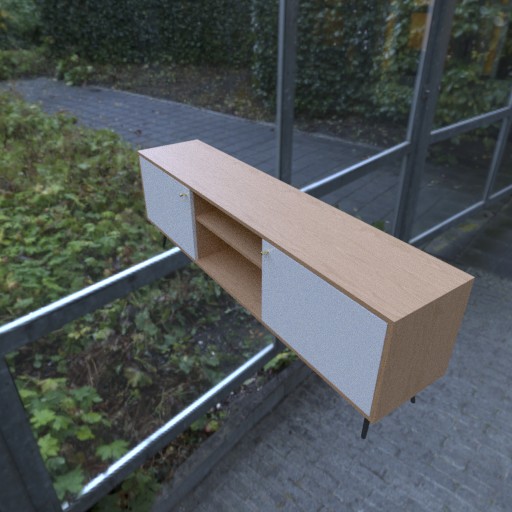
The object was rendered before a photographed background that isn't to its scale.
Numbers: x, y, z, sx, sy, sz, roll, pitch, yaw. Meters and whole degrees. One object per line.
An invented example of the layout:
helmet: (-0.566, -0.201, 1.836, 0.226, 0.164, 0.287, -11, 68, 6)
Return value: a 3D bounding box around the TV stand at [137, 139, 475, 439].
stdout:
TV stand: (0.000, 0.000, 2.022, 0.400, 0.580, 1.760, -20, 36, -29)
